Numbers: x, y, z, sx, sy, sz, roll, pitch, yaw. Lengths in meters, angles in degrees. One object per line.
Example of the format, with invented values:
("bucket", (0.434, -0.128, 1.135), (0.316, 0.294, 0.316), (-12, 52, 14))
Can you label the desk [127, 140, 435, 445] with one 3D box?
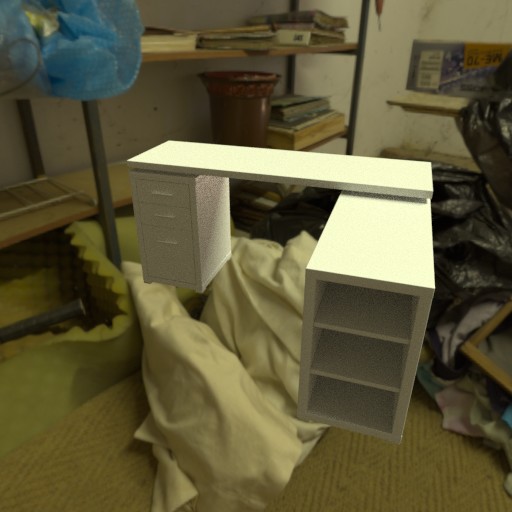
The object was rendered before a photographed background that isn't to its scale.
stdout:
("desk", (0.000, 0.000, 2.191), (1.524, 0.753, 1.200), (9, 29, 16))
